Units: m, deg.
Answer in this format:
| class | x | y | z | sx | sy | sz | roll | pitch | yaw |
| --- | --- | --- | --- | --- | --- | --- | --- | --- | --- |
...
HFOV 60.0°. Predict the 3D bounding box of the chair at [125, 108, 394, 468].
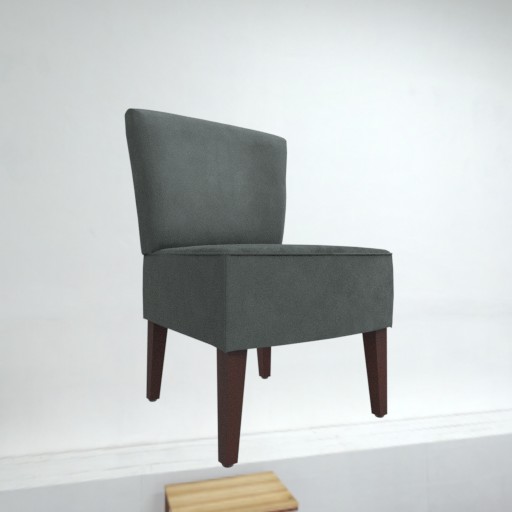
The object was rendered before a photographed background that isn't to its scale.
| class | x | y | z | sx | sy | sz | roll | pitch | yaw |
| --- | --- | --- | --- | --- | --- | --- | --- | --- | --- |
| chair | 0.000 | 0.000 | 1.156 | 0.521 | 0.806 | 0.554 | 0 | 0 | -36 |
